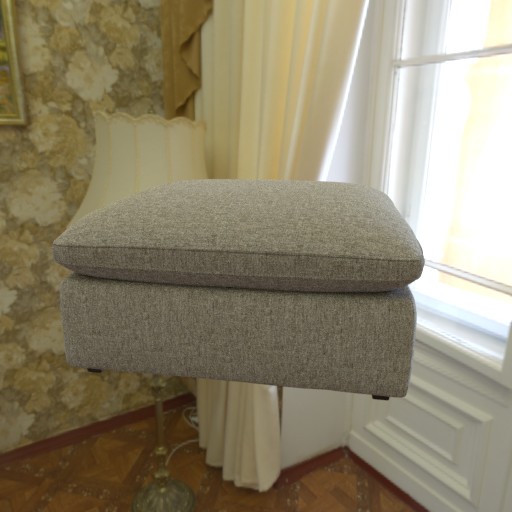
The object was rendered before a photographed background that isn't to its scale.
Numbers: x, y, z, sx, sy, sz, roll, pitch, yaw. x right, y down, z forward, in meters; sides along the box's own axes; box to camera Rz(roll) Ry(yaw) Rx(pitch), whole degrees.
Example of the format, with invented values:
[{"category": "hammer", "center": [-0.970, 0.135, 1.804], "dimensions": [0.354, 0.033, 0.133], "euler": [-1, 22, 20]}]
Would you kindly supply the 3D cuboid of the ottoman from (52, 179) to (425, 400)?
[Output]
[{"category": "ottoman", "center": [0.000, 0.000, 1.646], "dimensions": [1.035, 0.526, 1.039], "euler": [3, 17, 9]}]
